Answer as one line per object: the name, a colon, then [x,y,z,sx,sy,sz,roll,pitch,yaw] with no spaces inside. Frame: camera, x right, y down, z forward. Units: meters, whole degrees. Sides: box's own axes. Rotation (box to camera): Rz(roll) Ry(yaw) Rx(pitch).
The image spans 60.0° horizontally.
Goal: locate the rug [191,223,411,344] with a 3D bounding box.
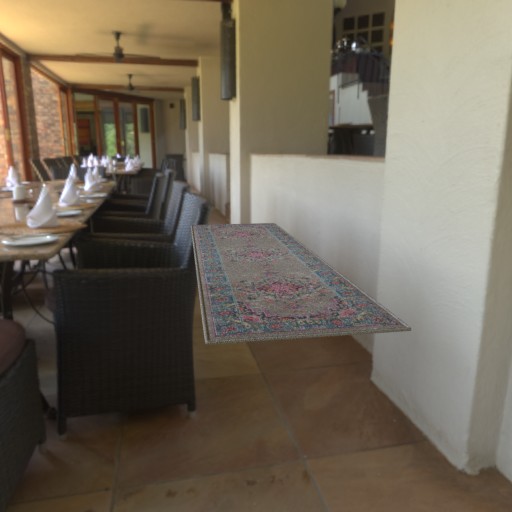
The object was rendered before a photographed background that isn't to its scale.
rug: [0.000,0.000,2.021,0.553,0.012,1.827,-2,13,-9]
